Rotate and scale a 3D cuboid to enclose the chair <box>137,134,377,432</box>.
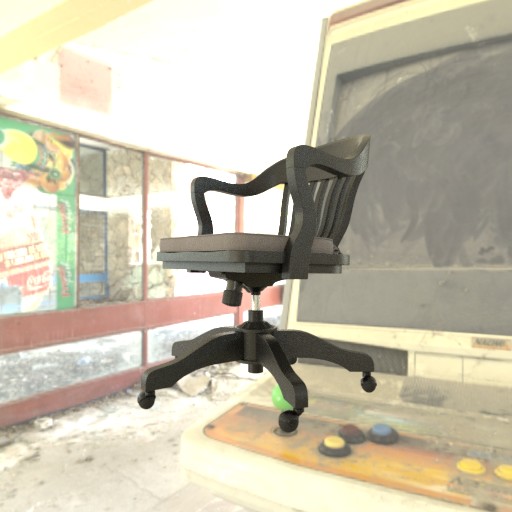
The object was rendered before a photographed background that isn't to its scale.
[{"bbox_3d":[0.000,0.000,1.466,0.788,0.878,0.750,0,0,-35],"label":"chair"}]
